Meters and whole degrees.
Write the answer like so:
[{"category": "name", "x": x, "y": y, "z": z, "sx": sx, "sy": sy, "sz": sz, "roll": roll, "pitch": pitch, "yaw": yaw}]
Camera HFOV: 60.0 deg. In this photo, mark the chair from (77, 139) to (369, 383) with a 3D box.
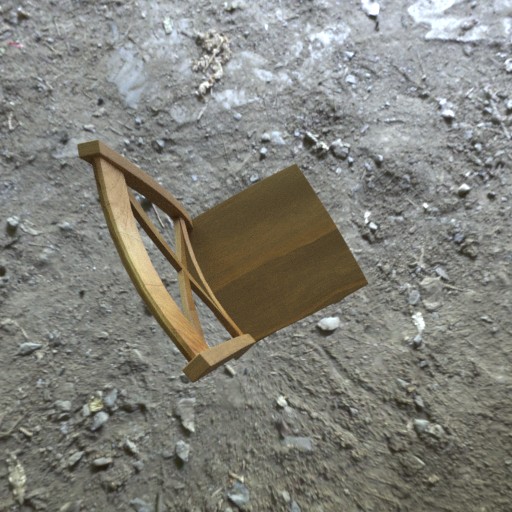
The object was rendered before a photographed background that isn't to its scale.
[{"category": "chair", "x": 0.000, "y": 0.000, "z": 1.278, "sx": 0.542, "sy": 0.983, "sz": 0.485, "roll": -28, "pitch": 78, "yaw": -6}]
